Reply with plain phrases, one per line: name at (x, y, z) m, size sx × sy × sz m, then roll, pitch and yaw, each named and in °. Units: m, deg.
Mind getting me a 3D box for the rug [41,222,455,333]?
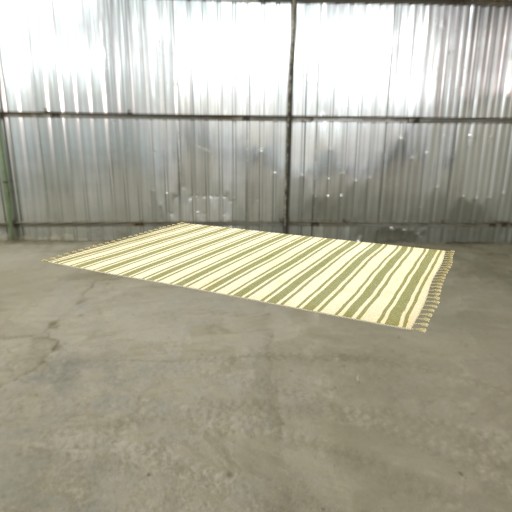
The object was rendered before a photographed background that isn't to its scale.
rug at (0.000, 0.000, 3.052) m, size 2.435 × 0.018 × 1.540 m, roll 8°, pitch 17°, yaw 27°
